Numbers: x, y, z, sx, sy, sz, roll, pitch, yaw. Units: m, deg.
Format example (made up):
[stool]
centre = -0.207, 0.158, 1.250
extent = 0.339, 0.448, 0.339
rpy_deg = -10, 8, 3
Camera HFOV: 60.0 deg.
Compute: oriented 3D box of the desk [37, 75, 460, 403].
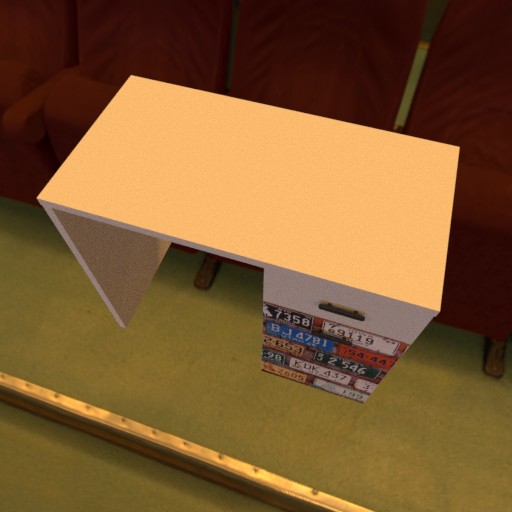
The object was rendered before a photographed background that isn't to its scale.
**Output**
[desk]
centre = 0.000, 0.000, 1.354
extent = 0.898, 0.730, 0.482
rpy_deg = 16, 59, 10
